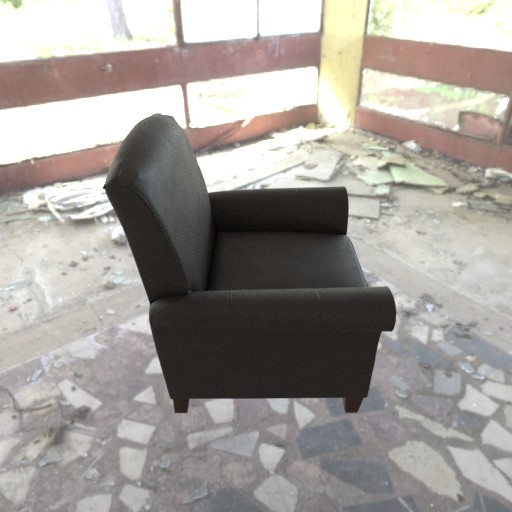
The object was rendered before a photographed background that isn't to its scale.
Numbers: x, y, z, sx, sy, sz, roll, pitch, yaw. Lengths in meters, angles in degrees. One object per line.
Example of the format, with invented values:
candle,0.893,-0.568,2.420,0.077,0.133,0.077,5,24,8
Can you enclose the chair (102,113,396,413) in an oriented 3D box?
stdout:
chair,0.000,0.000,1.822,0.902,1.061,0.978,0,32,0
